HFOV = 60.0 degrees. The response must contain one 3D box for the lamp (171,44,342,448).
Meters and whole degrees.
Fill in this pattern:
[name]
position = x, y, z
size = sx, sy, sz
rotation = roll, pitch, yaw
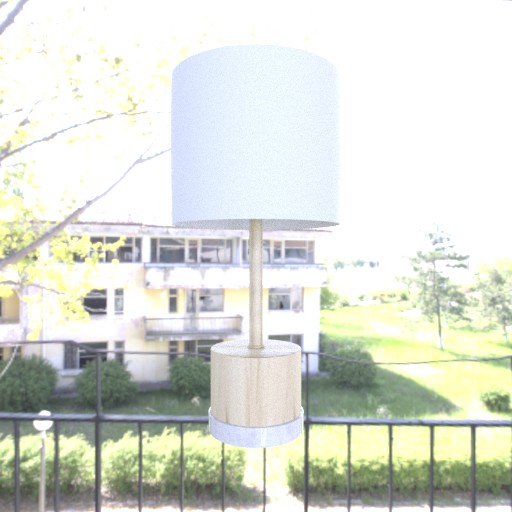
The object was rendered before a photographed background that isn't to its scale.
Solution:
[lamp]
position = 0.000, 0.000, 0.604
size = 0.229, 0.470, 0.229
rotation = 0, 0, 1
